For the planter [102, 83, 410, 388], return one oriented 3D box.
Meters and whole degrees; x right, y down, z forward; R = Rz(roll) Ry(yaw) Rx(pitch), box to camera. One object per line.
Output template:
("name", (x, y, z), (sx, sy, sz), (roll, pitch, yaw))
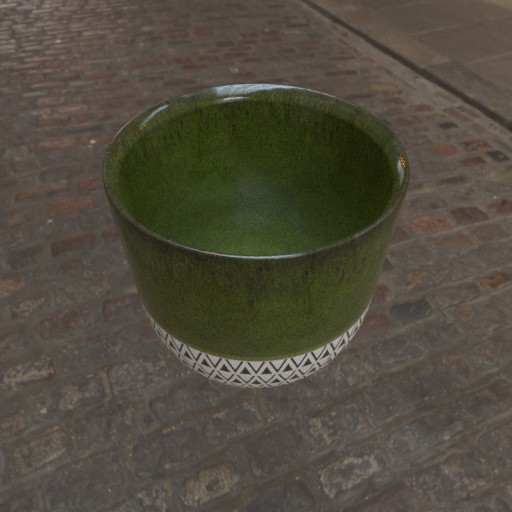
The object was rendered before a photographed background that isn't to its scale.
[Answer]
("planter", (0.000, 0.000, 0.488), (0.266, 0.270, 0.266), (0, 46, 0))
